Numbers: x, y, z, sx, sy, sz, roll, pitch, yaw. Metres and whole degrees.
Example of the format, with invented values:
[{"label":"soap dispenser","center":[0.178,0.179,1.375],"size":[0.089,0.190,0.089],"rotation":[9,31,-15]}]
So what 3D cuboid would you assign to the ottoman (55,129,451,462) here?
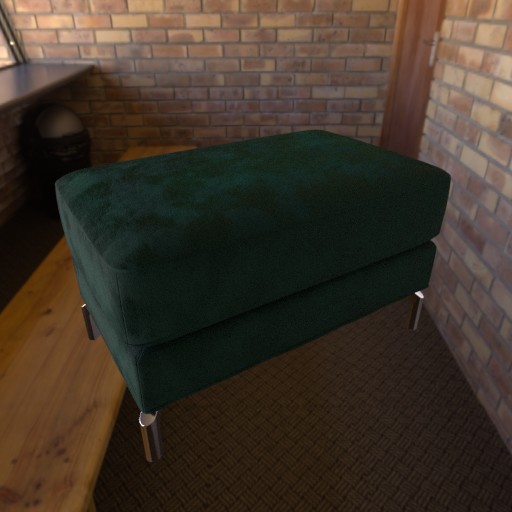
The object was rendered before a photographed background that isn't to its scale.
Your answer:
[{"label":"ottoman","center":[0.000,0.000,1.215],"size":[0.886,0.533,0.536],"rotation":[-18,34,-28]}]
